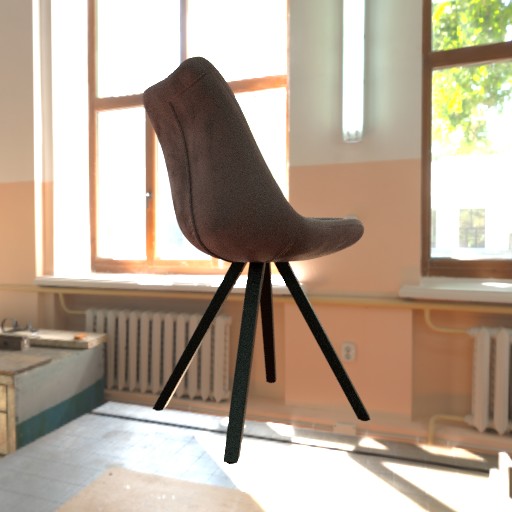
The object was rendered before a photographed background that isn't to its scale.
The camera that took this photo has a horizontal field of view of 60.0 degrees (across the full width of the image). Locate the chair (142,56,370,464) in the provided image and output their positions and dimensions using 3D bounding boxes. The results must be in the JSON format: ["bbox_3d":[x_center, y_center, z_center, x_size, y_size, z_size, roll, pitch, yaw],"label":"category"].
[{"bbox_3d":[0.000,0.000,1.204,0.547,0.865,0.483,-1,2,-36],"label":"chair"}]
